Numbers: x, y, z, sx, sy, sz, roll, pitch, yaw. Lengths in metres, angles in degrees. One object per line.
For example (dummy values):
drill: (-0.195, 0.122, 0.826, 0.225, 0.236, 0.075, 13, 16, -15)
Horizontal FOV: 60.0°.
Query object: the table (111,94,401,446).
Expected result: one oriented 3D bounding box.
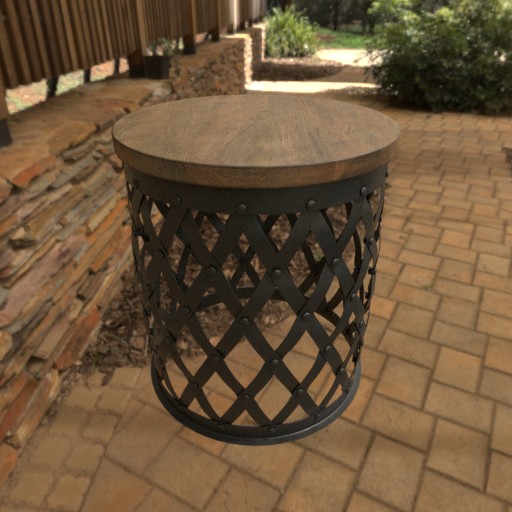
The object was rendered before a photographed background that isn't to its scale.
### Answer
table: (0.000, 0.000, 0.757, 0.405, 0.454, 0.405, 0, 30, 0)
